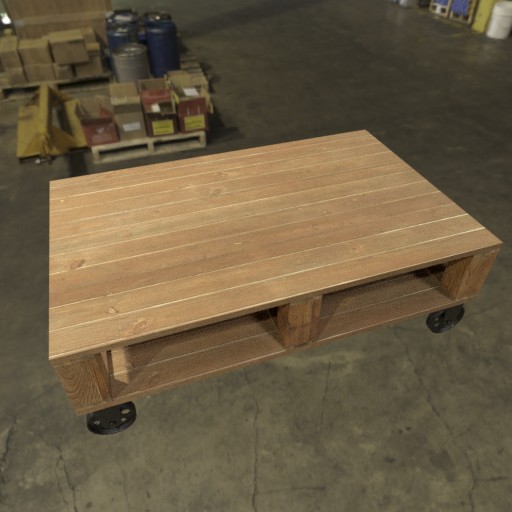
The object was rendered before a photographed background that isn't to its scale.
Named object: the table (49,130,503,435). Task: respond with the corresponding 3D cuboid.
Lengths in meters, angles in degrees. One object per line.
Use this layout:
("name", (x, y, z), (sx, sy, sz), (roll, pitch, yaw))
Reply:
("table", (0.000, 0.000, 1.612), (1.299, 0.413, 0.827), (-13, 43, -14))
